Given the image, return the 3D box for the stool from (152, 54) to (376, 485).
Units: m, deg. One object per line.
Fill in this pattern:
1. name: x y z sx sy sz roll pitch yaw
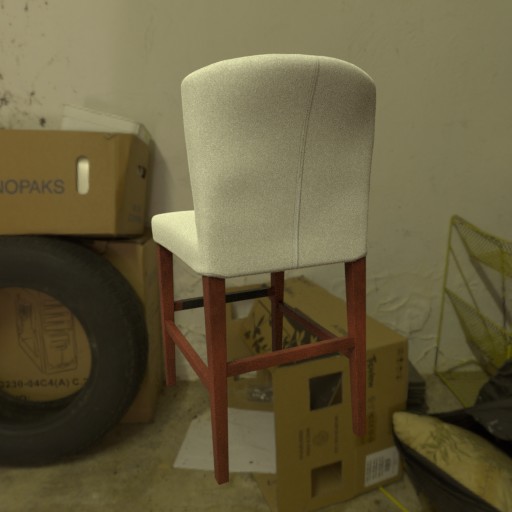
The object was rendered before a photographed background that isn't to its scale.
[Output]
1. stool: 0.000 0.000 1.256 0.479 0.968 0.568 -7 16 -25
